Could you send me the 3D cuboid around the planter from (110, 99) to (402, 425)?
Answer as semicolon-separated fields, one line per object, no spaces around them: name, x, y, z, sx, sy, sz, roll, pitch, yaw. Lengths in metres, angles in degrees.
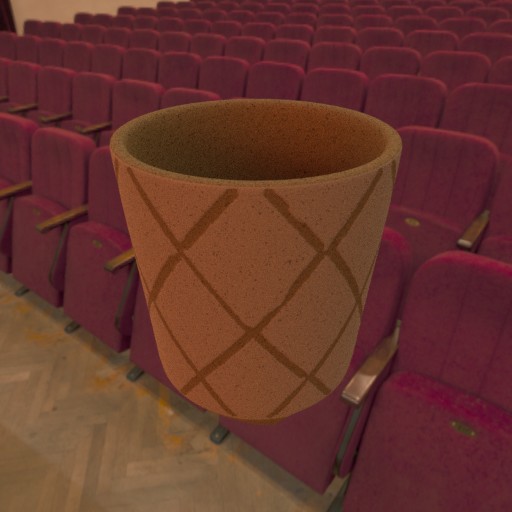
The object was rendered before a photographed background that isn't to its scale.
planter;0.000;0.000;0.351;0.191;0.199;0.191;0;32;0
